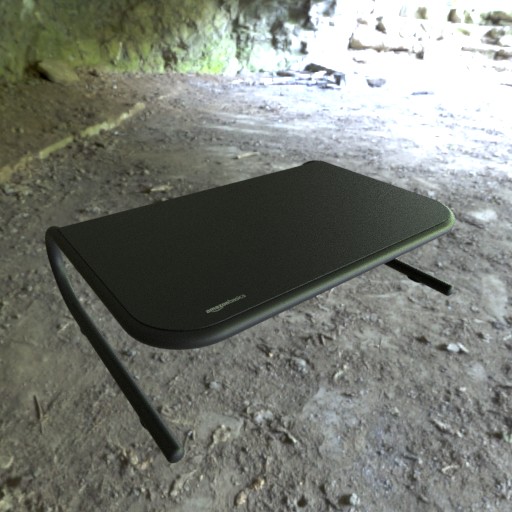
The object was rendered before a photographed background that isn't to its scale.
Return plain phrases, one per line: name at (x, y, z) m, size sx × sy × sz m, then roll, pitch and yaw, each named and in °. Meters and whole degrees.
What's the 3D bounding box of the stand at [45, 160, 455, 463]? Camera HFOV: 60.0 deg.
stand at (0.000, 0.000, 0.491) m, size 0.370 × 0.108 × 0.280 m, roll -21°, pitch 35°, yaw -32°
